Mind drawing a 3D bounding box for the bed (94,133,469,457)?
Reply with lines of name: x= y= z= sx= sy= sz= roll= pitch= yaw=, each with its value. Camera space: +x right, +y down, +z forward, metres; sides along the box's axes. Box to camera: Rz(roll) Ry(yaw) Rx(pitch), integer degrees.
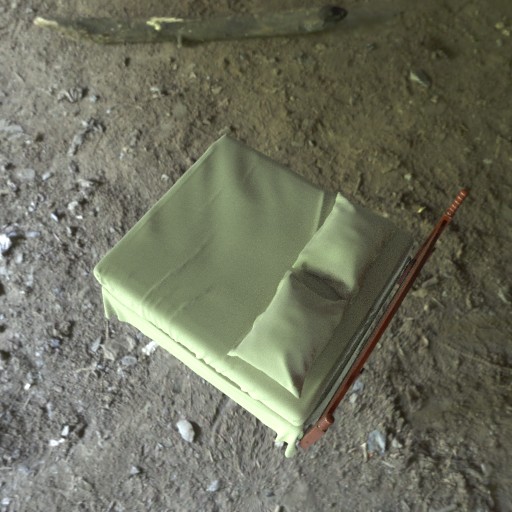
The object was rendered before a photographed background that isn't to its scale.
bed: x=0.000 y=0.000 z=3.235 sx=2.040 sy=1.356 sz=1.873 roll=32 pitch=67 yaw=16
